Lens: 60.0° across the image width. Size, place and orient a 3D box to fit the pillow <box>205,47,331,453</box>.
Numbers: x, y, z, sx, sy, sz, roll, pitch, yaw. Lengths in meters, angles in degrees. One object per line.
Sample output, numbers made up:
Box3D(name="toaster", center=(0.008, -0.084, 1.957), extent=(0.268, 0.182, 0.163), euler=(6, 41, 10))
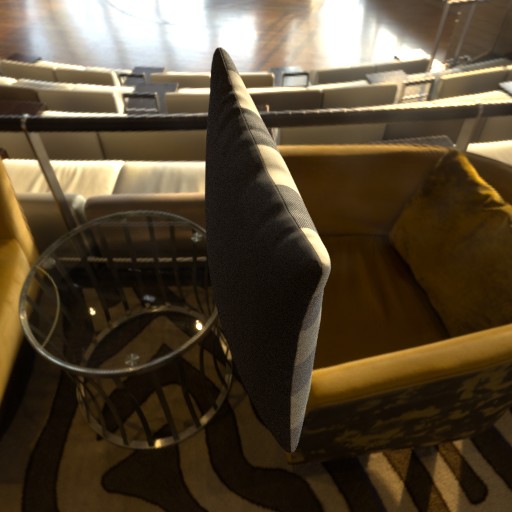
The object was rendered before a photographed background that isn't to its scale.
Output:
Box3D(name="pillow", center=(0.000, 0.000, 0.768), extent=(0.161, 0.509, 0.511), euler=(-11, 48, -10))
